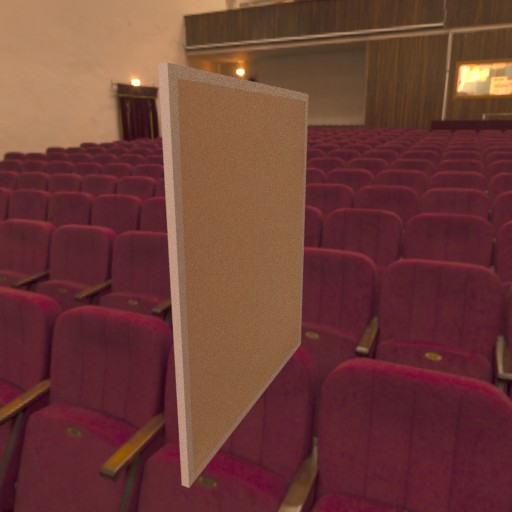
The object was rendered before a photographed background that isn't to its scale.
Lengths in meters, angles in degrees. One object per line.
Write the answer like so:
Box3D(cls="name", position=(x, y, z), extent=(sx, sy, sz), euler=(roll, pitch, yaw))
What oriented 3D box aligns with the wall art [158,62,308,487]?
Box3D(cls="wall art", position=(0.000, 0.000, 0.763), extent=(0.012, 0.557, 0.482), euler=(7, 17, 24))
